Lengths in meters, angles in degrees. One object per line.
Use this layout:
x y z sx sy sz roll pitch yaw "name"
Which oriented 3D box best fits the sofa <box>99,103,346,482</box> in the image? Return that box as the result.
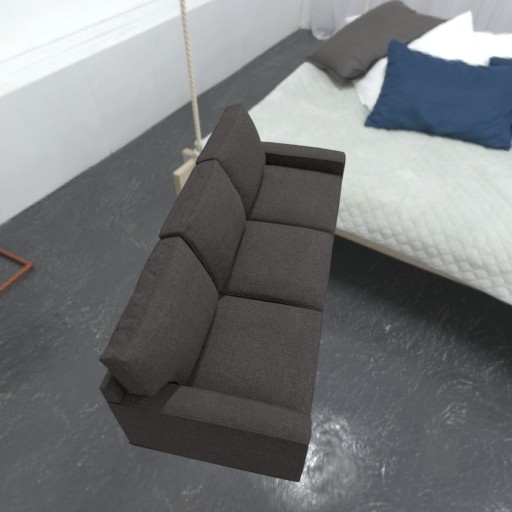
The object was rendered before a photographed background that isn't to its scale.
0.000 0.000 2.921 1.004 0.978 2.369 9 48 8 "sofa"
